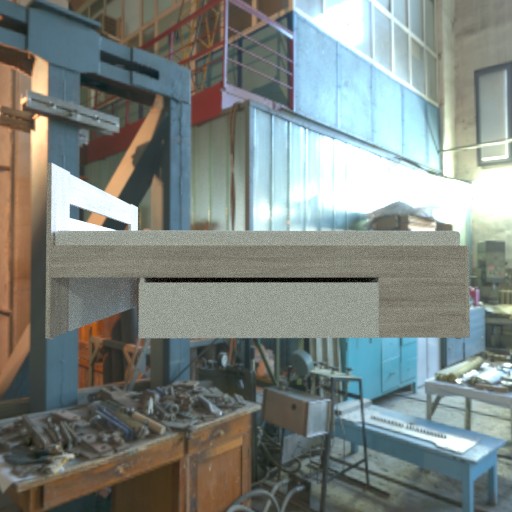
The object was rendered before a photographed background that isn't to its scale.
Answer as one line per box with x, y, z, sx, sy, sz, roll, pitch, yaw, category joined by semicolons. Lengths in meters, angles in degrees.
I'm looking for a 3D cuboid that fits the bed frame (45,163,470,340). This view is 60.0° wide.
0.000;0.000;3.168;2.050;0.860;2.040;0;-1;-1;bed frame
